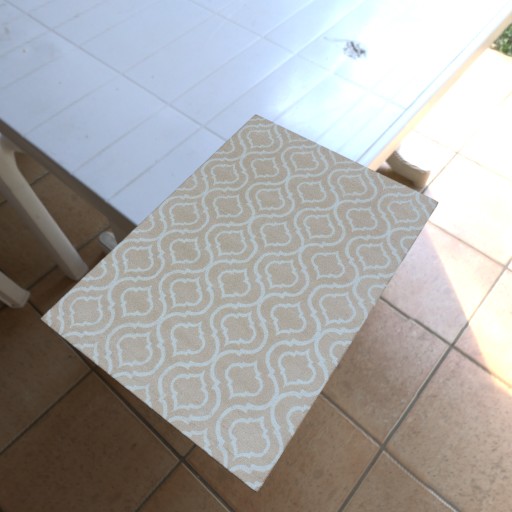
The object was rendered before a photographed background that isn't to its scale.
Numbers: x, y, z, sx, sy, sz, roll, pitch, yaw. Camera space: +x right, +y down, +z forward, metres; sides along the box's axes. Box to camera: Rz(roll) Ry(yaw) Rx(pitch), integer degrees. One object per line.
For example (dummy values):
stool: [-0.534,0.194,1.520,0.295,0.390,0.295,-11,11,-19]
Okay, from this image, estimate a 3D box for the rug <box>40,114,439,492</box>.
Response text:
rug: [0.000,0.000,2.767,1.524,0.010,2.134,31,63,18]
